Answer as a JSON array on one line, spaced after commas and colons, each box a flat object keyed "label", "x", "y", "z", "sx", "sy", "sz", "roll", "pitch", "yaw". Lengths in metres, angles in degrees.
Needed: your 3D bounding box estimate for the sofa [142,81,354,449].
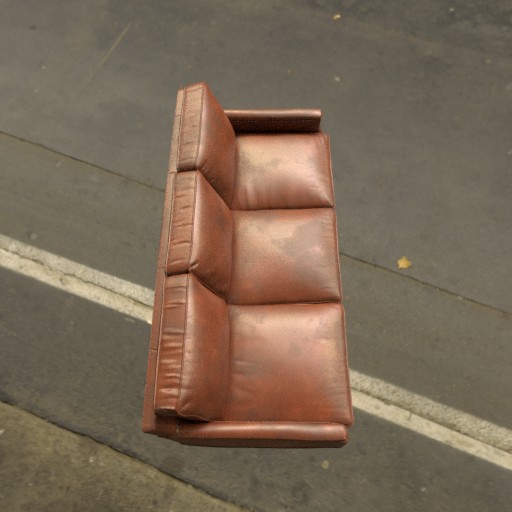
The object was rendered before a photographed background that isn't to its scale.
[{"label": "sofa", "x": 0.000, "y": 0.000, "z": 2.839, "sx": 1.084, "sy": 1.003, "sz": 2.240, "roll": 0, "pitch": 65, "yaw": 0}]
